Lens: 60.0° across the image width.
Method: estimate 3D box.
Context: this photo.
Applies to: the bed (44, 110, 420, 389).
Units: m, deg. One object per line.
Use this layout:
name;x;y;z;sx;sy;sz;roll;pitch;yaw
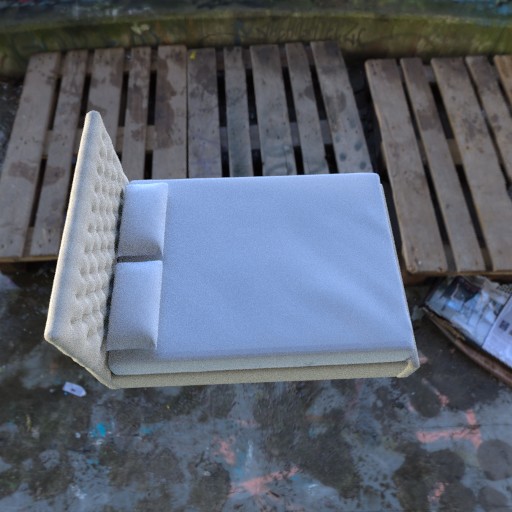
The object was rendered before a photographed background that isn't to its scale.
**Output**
bed;0.000;0.000;3.399;2.387;1.427;1.698;-2;62;-1
